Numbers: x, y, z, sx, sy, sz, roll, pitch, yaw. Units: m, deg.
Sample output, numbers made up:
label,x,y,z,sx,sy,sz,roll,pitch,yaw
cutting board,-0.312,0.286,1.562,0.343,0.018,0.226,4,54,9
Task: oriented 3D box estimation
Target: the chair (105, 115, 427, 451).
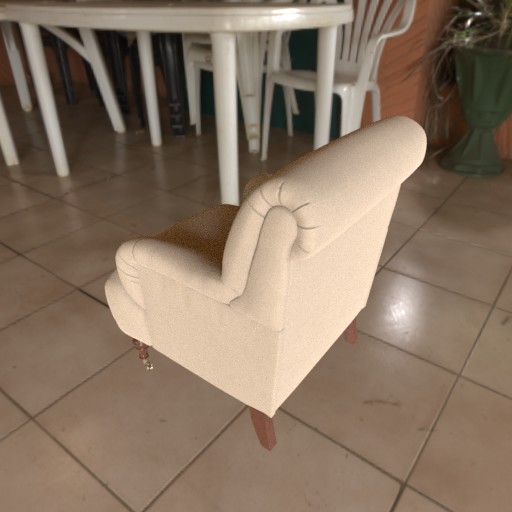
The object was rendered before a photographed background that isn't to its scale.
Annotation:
label,x,y,z,sx,sy,sz,roll,pitch,yaw
chair,0.000,0.000,1.553,0.842,0.942,0.766,21,37,30
